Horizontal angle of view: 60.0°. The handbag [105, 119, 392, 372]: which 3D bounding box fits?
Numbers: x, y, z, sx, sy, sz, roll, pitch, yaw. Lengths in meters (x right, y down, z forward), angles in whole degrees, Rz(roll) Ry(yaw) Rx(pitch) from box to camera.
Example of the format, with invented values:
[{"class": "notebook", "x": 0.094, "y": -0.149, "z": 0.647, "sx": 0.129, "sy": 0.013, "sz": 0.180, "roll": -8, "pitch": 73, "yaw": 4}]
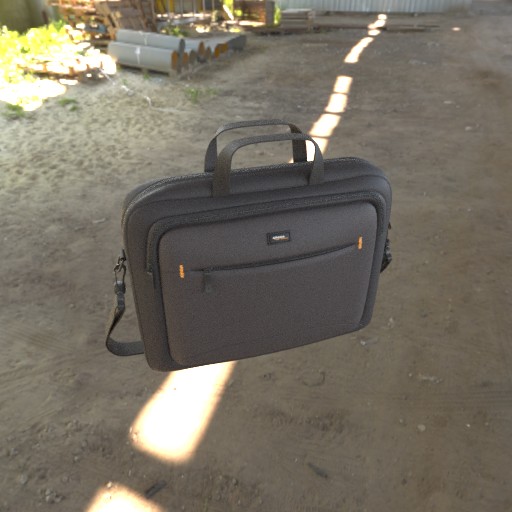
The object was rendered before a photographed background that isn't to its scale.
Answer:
[{"class": "handbag", "x": 0.000, "y": 0.000, "z": 0.592, "sx": 0.429, "sy": 0.330, "sz": 0.126, "roll": -9, "pitch": 33, "yaw": -14}]
